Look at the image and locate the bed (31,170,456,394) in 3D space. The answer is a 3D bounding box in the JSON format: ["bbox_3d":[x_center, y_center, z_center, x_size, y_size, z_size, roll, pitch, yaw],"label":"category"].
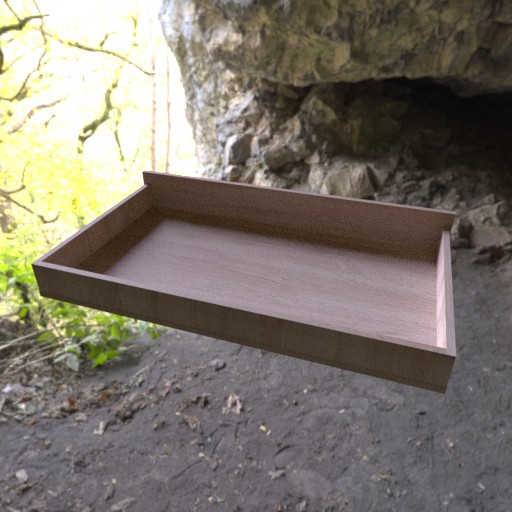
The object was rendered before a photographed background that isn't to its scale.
[{"bbox_3d":[0.000,0.000,1.457,1.200,0.209,0.685,10,33,16],"label":"bed"}]
